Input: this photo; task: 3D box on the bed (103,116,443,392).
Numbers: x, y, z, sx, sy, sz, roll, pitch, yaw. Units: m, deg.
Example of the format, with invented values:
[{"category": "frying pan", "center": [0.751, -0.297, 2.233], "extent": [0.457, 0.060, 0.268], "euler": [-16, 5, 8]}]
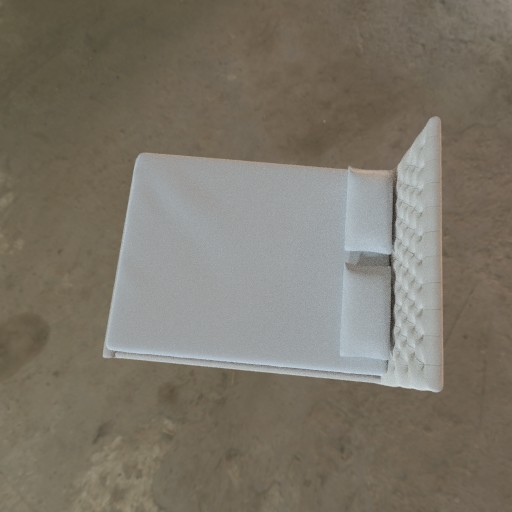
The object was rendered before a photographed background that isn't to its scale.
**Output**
[{"category": "bed", "center": [0.000, 0.000, 3.311], "extent": [2.233, 1.426, 1.696], "euler": [5, 76, 1]}]
